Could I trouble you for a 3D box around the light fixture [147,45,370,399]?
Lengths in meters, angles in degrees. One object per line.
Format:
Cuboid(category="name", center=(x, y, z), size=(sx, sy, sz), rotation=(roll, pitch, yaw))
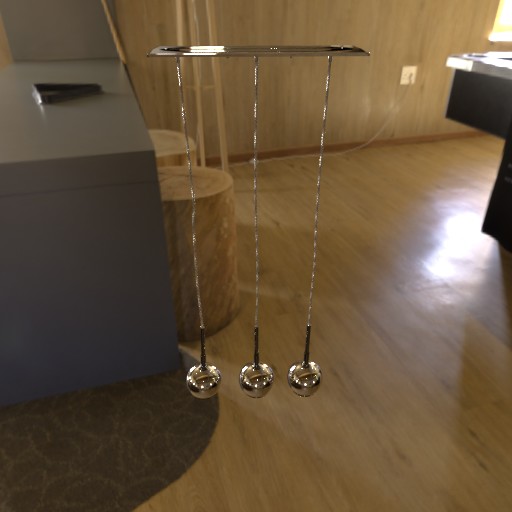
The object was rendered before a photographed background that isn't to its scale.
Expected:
Cuboid(category="light fixture", center=(0.000, 0.000, 1.655), size=(0.623, 1.408, 0.188), rotation=(-1, 31, -2))
